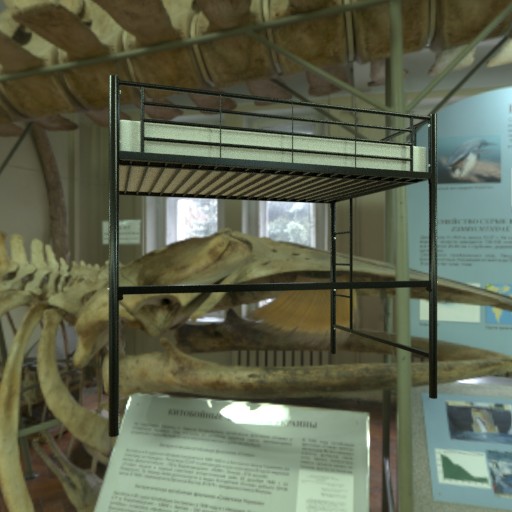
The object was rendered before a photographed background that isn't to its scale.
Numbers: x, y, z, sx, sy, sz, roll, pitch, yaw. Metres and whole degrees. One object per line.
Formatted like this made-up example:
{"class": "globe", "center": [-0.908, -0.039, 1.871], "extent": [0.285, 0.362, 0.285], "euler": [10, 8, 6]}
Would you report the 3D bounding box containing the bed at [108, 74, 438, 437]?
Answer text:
{"class": "bed", "center": [0.000, 0.000, 3.165], "extent": [1.994, 1.803, 1.397], "euler": [0, 0, -18]}
